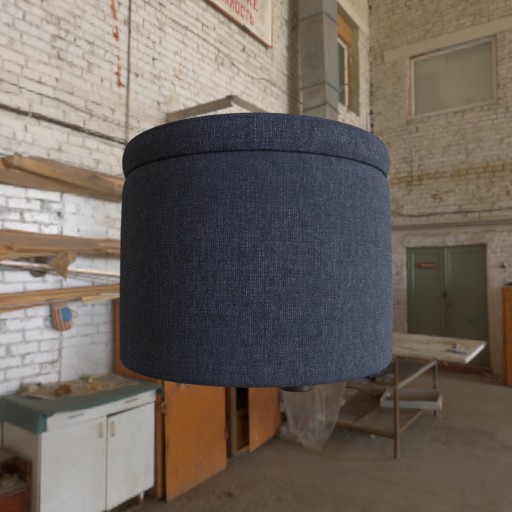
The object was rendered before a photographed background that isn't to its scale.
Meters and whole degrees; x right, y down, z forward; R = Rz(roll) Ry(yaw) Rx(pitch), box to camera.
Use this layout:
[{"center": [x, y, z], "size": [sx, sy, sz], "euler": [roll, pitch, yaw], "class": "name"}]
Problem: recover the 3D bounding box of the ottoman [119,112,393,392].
[{"center": [0.000, 0.000, 0.887], "size": [0.520, 0.430, 0.520], "euler": [0, -3, 0], "class": "ottoman"}]
